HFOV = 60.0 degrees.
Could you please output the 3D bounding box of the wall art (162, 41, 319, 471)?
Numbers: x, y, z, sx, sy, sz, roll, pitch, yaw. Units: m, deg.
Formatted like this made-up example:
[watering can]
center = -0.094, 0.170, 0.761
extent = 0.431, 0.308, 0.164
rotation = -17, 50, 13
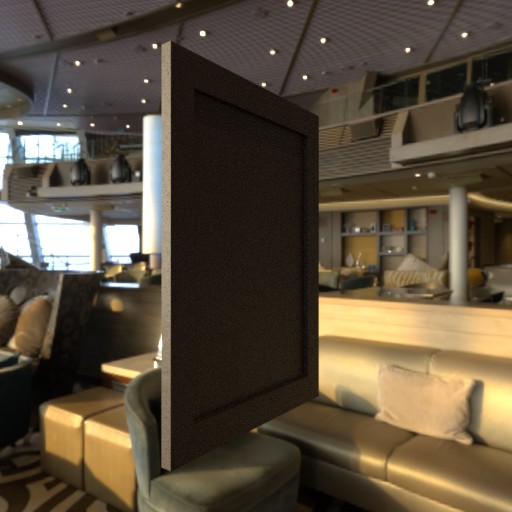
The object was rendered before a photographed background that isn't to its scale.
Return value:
[wall art]
center = 0.000, 0.000, 0.676
extent = 0.017, 0.513, 0.359
rotation = 0, 0, 37
